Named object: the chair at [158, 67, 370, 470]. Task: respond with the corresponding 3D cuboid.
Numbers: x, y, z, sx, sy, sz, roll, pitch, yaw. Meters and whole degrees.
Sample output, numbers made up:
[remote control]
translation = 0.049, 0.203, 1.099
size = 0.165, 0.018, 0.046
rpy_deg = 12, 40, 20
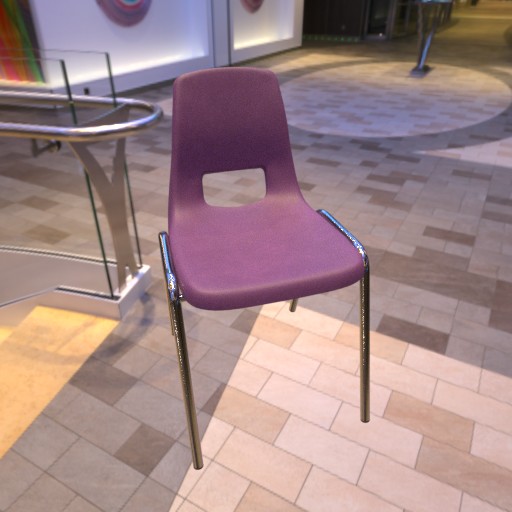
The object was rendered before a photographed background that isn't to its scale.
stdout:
[chair]
translation = 0.000, 0.000, 0.901
size = 0.381, 0.654, 0.432
rpy_deg = -9, 33, -15
